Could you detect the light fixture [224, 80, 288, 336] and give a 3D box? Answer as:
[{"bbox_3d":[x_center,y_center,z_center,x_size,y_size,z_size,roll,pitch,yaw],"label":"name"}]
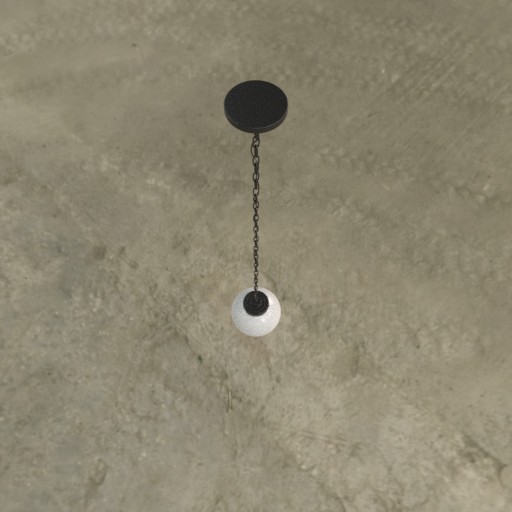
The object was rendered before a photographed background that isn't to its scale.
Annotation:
[{"bbox_3d":[0.000,0.000,2.020,0.305,1.867,0.304,-17,65,-8],"label":"light fixture"}]
